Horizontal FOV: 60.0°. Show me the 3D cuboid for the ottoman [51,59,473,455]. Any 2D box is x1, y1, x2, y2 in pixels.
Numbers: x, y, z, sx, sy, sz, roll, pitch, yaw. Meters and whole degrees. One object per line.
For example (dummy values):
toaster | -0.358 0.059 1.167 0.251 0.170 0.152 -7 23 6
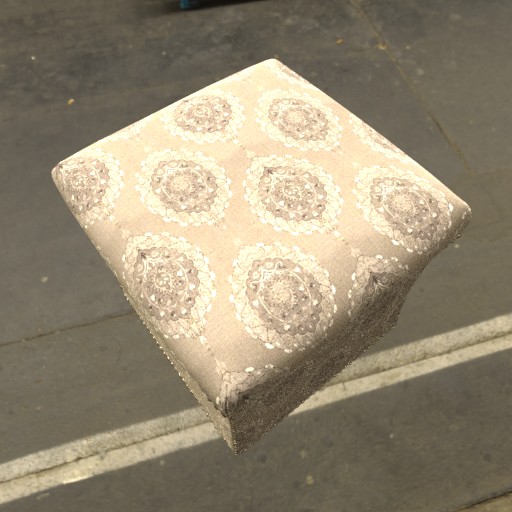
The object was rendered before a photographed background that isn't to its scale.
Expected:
ottoman | 0.000 0.000 0.866 0.497 0.473 0.507 -33 64 -19
